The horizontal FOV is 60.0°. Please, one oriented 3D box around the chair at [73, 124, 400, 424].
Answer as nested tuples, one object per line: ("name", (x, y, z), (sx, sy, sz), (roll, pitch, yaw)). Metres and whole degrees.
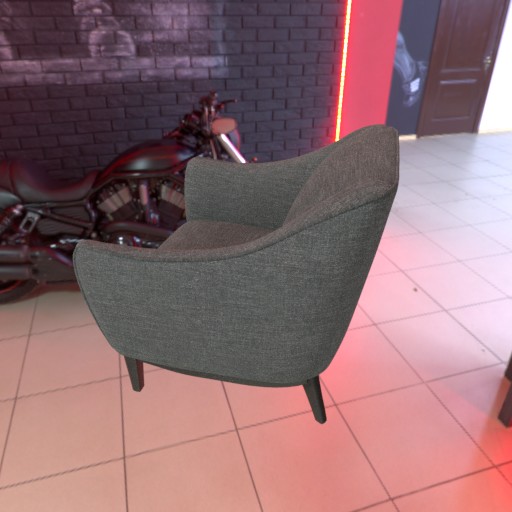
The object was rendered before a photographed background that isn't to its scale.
("chair", (0.000, 0.000, 1.558), (0.851, 0.829, 0.870), (8, 30, 14))
